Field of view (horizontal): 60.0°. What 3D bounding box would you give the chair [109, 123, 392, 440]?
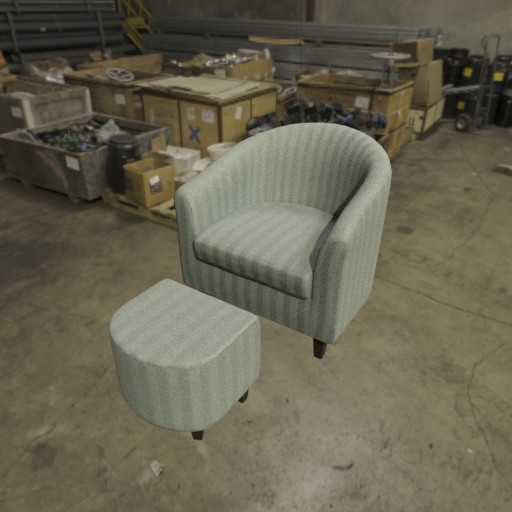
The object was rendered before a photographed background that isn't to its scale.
[{"bbox_3d":[0.000,0.000,1.713,0.756,0.757,1.288,19,35,29],"label":"chair"}]
